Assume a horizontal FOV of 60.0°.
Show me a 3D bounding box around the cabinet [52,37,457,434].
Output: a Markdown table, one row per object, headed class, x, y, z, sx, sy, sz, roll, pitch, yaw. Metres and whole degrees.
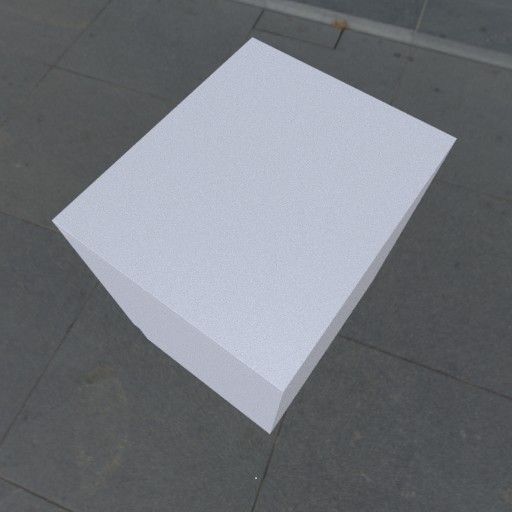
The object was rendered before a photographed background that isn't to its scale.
| class | x | y | z | sx | sy | sz | roll | pitch | yaw |
| --- | --- | --- | --- | --- | --- | --- | --- | --- | --- |
| cabinet | 0.000 | 0.000 | 0.767 | 0.360 | 0.470 | 0.400 | 33 | 68 | 15 |
